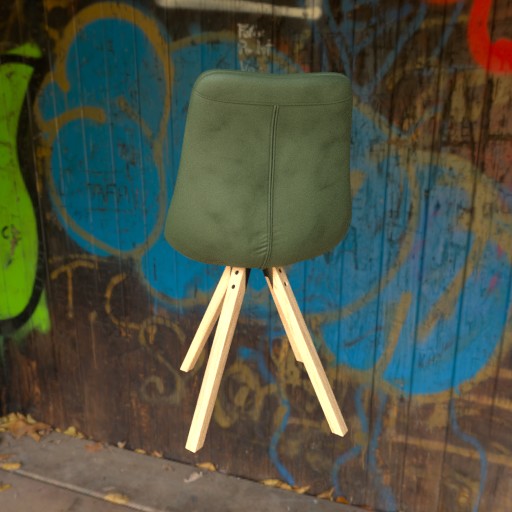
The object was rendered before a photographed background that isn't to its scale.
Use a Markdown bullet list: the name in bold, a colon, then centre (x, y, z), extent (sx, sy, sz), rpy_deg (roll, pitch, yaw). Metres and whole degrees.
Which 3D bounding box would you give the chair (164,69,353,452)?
- **chair**: centre (0.000, 0.000, 1.210), extent (0.483, 0.865, 0.547), rpy_deg (-2, 14, -9)
